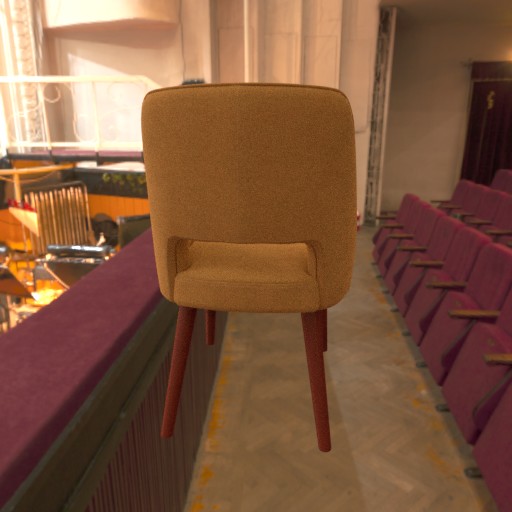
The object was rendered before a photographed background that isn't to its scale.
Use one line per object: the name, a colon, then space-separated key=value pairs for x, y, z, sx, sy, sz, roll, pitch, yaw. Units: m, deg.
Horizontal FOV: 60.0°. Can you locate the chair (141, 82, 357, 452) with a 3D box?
chair: x=0.000 y=0.000 z=1.240 sx=0.548 sy=0.849 sz=0.605 roll=2 pitch=16 yaw=7
